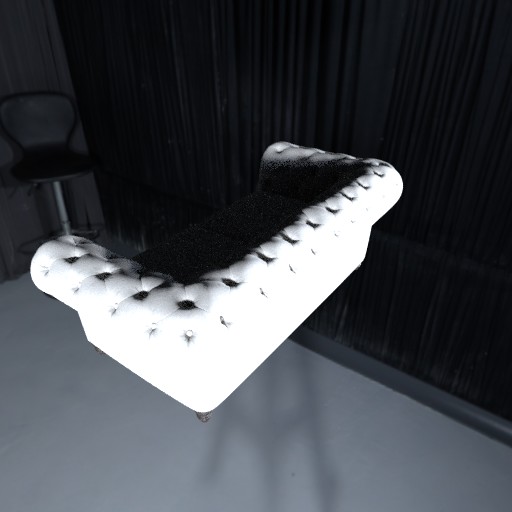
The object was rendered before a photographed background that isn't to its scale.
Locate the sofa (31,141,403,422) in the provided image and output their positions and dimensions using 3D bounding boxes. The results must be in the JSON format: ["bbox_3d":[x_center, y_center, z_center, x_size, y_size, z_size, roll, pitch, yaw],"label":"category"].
[{"bbox_3d":[0.000,0.000,2.465,0.986,0.764,1.998,21,37,30],"label":"sofa"}]
